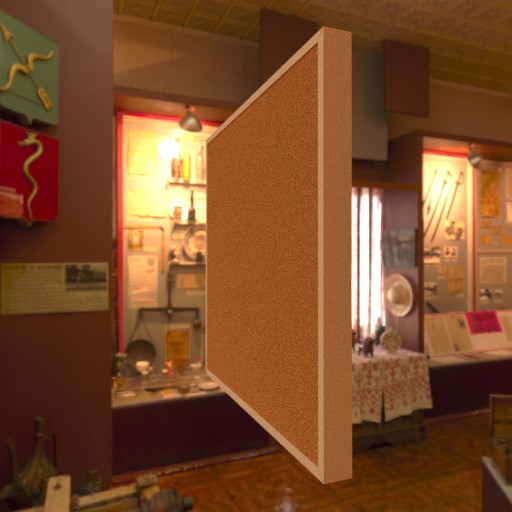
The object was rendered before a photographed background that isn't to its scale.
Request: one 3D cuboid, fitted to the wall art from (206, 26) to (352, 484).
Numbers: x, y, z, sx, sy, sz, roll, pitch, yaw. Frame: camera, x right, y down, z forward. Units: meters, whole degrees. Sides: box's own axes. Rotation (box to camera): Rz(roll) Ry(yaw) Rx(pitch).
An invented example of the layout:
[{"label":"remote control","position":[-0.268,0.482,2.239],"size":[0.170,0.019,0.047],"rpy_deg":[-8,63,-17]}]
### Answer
[{"label":"wall art","position":[0.000,0.000,0.734],"size":[0.037,0.508,0.508],"rpy_deg":[0,0,-21]}]
